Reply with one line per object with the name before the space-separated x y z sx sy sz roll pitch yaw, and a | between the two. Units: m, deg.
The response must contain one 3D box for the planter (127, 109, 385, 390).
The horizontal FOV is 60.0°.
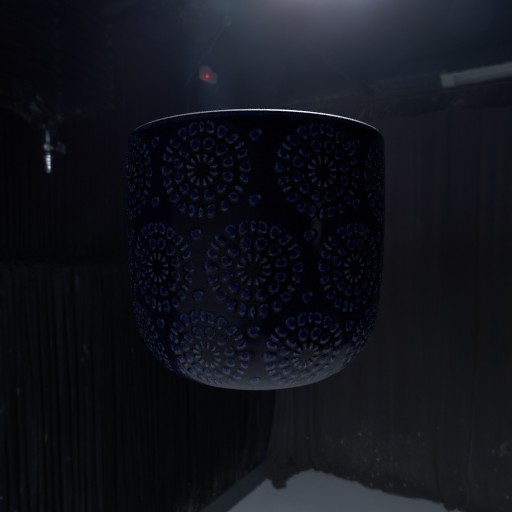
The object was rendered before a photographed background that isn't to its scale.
planter | 0.000 0.000 0.297 0.165 0.149 0.165 0 2 0
